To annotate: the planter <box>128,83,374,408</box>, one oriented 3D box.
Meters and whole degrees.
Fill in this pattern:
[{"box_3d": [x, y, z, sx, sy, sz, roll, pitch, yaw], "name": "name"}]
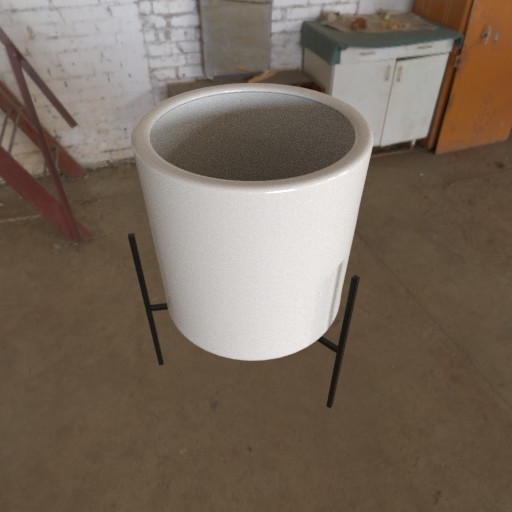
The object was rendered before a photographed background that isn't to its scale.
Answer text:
[{"box_3d": [0.000, 0.000, 0.670, 0.307, 0.431, 0.308, 11, 42, 12], "name": "planter"}]
